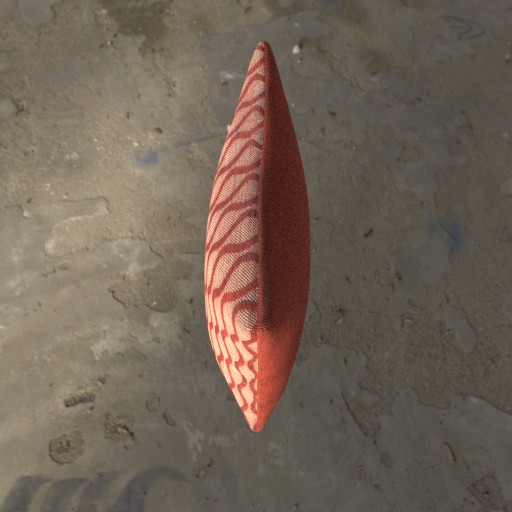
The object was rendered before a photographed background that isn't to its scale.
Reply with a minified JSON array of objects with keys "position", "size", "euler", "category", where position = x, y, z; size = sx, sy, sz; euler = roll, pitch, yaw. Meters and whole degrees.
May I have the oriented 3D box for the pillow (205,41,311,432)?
[{"position":[0.000,0.000,0.671],"size":[0.159,0.434,0.429],"euler":[0,58,0],"category":"pillow"}]
